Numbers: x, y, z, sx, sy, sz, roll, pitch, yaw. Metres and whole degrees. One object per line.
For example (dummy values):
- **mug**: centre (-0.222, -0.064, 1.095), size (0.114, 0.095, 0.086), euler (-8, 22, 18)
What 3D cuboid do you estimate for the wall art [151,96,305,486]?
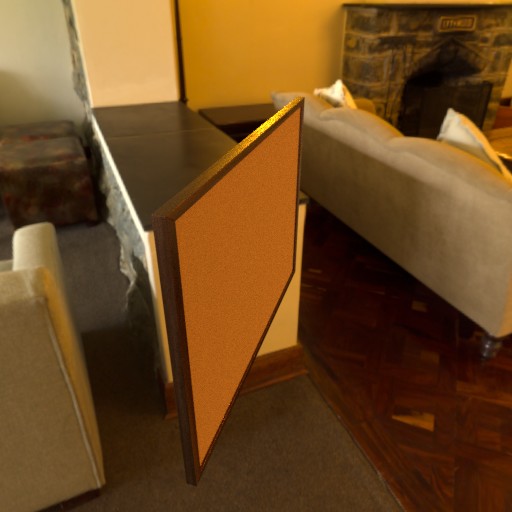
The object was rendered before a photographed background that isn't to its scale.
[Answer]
- **wall art**: centre (0.000, 0.000, 0.554), size (0.012, 0.304, 0.431), euler (9, 32, 15)
